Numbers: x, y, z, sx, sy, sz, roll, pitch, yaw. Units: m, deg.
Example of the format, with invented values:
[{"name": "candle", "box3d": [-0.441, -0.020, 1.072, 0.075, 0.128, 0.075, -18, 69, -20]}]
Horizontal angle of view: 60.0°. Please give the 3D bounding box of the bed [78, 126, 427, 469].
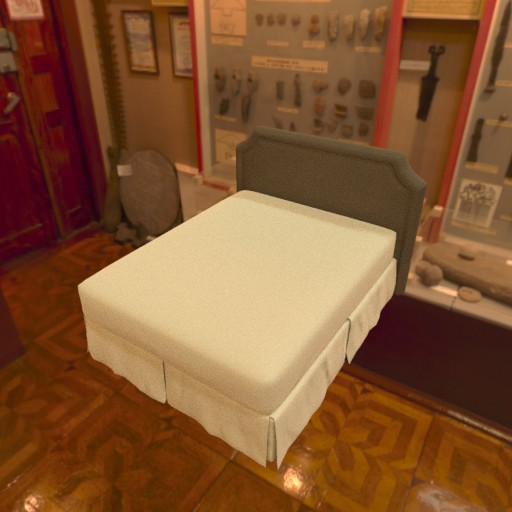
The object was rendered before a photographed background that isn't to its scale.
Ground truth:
[{"name": "bed", "box3d": [0.000, 0.000, 3.384, 1.831, 1.297, 2.181, 20, 37, 28]}]
